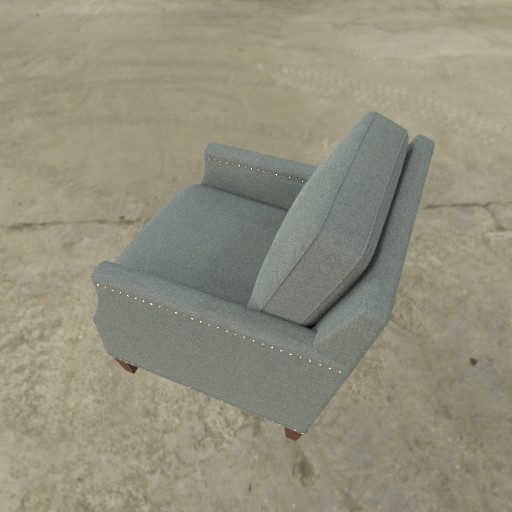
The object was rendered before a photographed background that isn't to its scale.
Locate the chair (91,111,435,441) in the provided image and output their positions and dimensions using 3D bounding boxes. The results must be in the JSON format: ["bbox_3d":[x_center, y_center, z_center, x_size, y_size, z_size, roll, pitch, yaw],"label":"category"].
[{"bbox_3d":[0.000,0.000,1.719,1.031,1.031,0.885,17,48,16],"label":"chair"}]
